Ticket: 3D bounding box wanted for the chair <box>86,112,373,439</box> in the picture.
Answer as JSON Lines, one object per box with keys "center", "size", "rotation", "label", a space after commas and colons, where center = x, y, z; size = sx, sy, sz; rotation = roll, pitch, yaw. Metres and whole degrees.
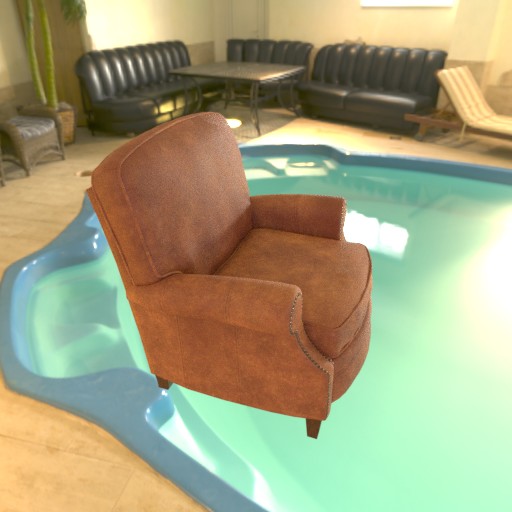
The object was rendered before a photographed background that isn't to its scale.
{"center": [0.000, 0.000, 1.795], "size": [0.986, 1.018, 0.936], "rotation": [11, 31, 18], "label": "chair"}
